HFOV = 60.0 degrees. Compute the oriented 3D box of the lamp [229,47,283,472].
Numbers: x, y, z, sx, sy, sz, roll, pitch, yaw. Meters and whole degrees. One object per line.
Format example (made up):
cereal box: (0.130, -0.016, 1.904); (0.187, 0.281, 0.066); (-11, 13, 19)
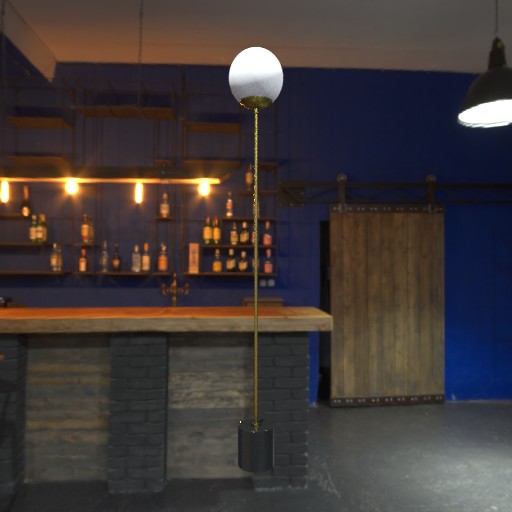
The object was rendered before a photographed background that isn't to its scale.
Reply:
lamp: (0.000, 0.000, 1.872); (0.229, 1.748, 0.229); (0, -1, -2)
